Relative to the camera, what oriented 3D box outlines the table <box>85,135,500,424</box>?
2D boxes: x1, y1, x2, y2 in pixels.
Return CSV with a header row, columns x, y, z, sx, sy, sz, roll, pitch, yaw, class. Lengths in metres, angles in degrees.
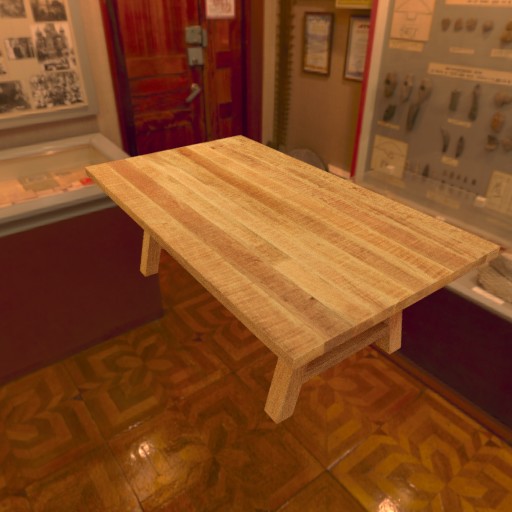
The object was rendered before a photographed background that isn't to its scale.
x,y,z,sx,sy,sz,roll,pitch,yaw,class
0.000,0.000,1.643,0.760,0.455,1.320,-21,37,-30,table
